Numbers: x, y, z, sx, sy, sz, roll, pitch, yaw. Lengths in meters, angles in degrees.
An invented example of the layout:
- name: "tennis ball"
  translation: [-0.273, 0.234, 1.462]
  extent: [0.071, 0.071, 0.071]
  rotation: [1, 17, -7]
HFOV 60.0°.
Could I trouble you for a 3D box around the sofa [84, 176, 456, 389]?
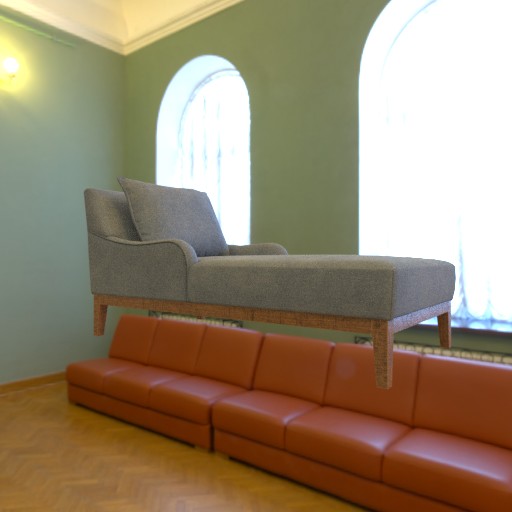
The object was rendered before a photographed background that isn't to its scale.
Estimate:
- name: "sofa"
  translation: [0.000, 0.000, 2.321]
  extent: [1.779, 0.883, 0.904]
  rotation: [0, 0, 37]
